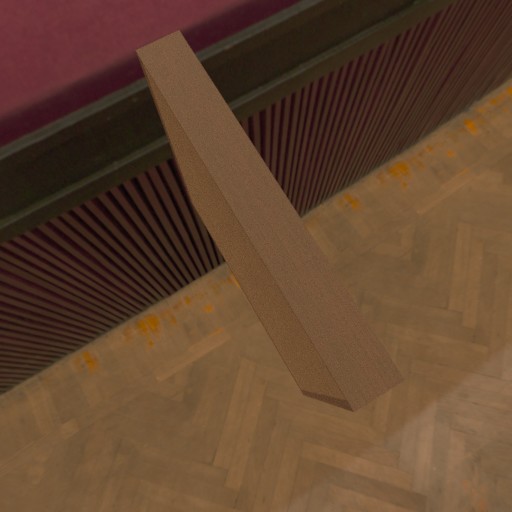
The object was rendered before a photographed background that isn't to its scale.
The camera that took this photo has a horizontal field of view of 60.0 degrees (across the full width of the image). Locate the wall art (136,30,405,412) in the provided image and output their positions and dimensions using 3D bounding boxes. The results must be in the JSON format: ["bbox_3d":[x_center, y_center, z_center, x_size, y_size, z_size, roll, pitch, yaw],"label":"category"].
[{"bbox_3d":[0.000,0.000,0.455,0.038,0.303,0.304,-29,77,-8],"label":"wall art"}]
